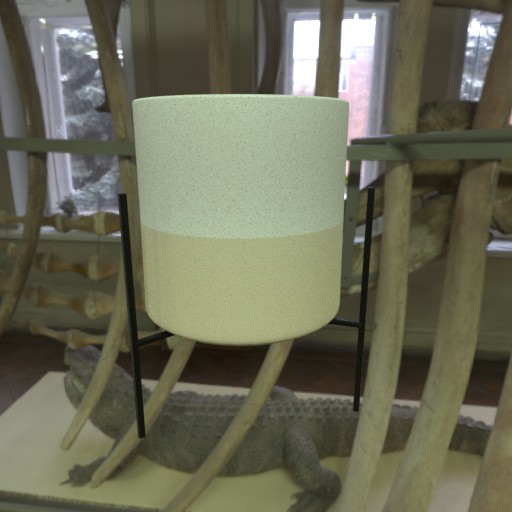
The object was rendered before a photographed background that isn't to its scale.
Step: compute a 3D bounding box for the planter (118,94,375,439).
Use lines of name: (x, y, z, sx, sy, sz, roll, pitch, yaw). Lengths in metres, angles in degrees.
planter: (0.000, 0.000, 0.552, 0.267, 0.362, 0.263, 2, 16, 7)
